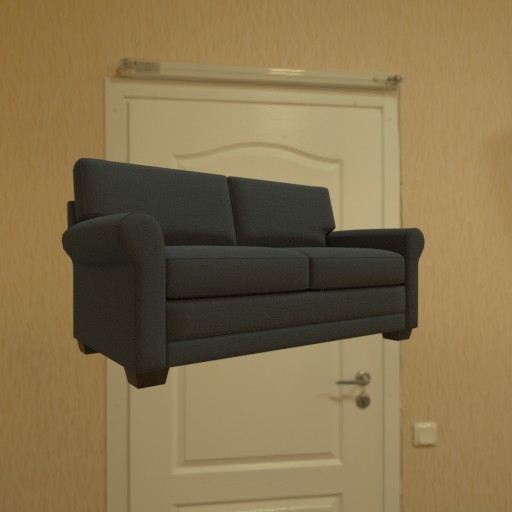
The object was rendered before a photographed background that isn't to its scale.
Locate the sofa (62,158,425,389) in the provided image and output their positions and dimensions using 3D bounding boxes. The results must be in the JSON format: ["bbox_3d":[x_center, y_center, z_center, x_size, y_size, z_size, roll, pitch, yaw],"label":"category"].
[{"bbox_3d":[0.000,0.000,2.542,1.930,1.020,0.940,0,0,-36],"label":"sofa"}]
